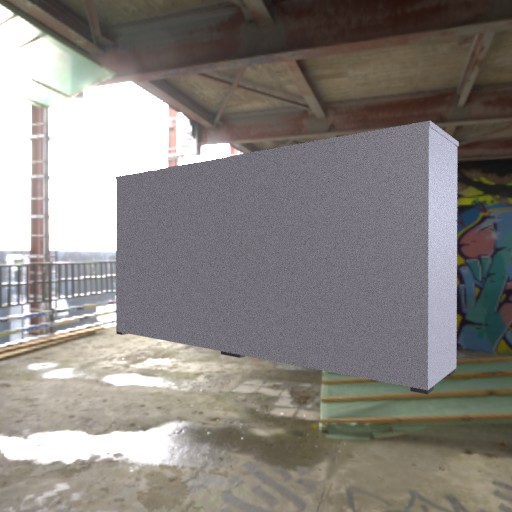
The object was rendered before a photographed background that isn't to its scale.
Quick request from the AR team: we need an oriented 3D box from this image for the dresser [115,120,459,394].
[{"bbox_3d":[0.000,0.000,1.883,1.535,0.790,0.333,0,1,38],"label":"dresser"}]
